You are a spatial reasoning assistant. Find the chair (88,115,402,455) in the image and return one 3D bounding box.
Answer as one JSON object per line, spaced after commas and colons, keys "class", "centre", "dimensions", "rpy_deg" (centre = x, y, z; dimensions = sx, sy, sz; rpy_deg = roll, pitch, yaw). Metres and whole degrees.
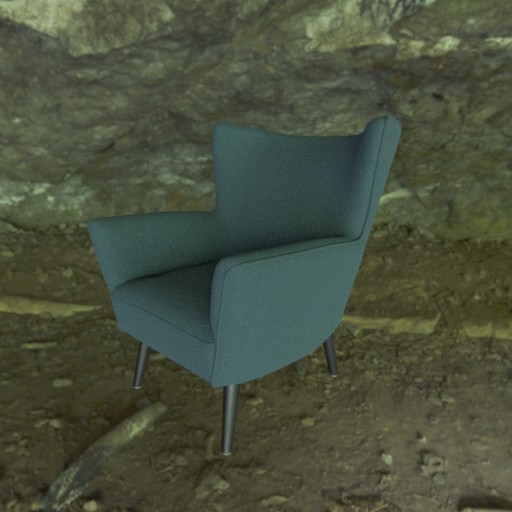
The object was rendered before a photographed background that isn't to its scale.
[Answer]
{"class": "chair", "centre": [0.000, 0.000, 1.562], "dimensions": [0.781, 0.933, 0.888], "rpy_deg": [15, 21, 43]}
